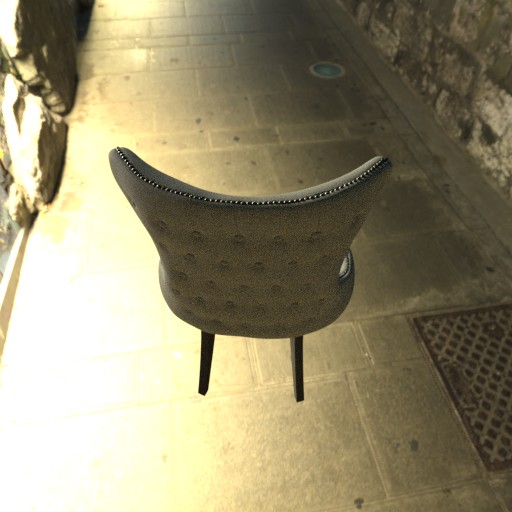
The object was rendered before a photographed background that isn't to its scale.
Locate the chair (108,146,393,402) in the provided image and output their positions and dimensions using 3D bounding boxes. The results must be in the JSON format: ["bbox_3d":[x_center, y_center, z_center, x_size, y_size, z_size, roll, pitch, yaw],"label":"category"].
[{"bbox_3d":[0.000,0.000,1.367,0.628,0.967,0.635,3,47,3],"label":"chair"}]
